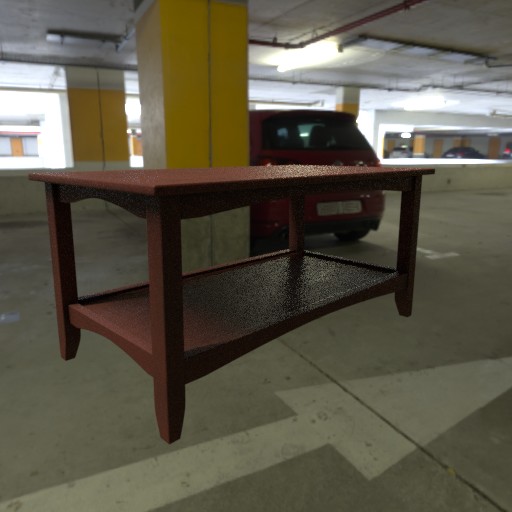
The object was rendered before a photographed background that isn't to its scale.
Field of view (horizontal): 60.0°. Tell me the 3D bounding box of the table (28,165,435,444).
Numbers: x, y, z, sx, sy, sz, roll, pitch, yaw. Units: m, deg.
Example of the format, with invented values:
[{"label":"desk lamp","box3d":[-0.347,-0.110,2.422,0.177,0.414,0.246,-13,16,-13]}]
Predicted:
[{"label":"table","box3d":[0.000,0.000,1.204,0.943,0.456,0.533,-13,18,-43]}]
